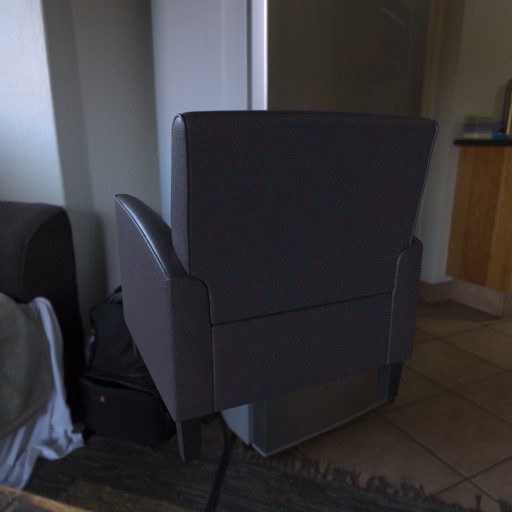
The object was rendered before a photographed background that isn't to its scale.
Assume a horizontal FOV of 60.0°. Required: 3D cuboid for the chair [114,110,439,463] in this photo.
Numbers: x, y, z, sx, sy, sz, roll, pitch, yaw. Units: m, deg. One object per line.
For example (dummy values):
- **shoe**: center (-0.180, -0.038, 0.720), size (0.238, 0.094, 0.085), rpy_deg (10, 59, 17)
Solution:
- **chair**: center (0.000, 0.000, 1.531), size (0.820, 0.916, 0.819), rpy_deg (-7, 16, -25)
